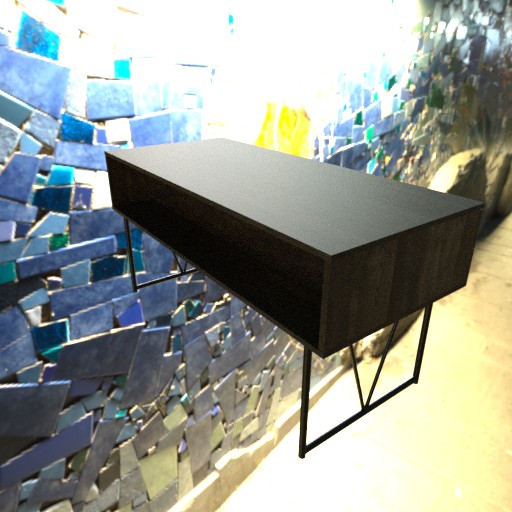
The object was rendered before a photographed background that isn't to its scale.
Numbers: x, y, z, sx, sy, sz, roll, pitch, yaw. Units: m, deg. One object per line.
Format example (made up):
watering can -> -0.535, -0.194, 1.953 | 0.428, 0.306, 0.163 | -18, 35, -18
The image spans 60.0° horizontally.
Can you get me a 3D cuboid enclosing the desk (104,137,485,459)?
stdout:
desk -> 0.000, 0.000, 2.015 | 0.730, 0.780, 1.600 | -17, 29, -33
